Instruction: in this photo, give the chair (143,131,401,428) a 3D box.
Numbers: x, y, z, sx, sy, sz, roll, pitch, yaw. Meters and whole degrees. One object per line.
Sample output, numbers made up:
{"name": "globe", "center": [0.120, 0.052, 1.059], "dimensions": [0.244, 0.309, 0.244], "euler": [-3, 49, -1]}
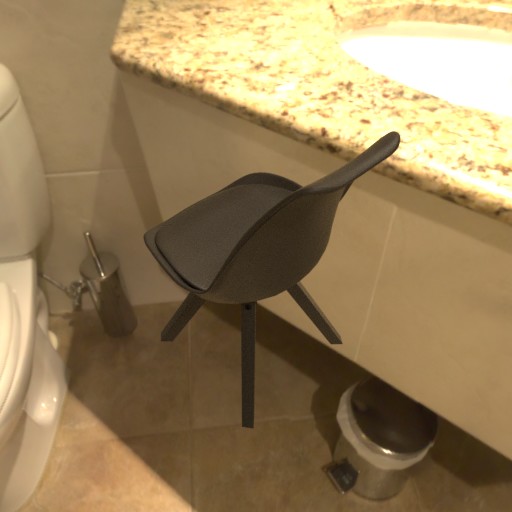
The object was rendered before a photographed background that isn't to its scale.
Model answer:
{"name": "chair", "center": [0.000, 0.000, 1.187], "dimensions": [0.485, 0.850, 0.550], "euler": [-34, 55, -29]}
